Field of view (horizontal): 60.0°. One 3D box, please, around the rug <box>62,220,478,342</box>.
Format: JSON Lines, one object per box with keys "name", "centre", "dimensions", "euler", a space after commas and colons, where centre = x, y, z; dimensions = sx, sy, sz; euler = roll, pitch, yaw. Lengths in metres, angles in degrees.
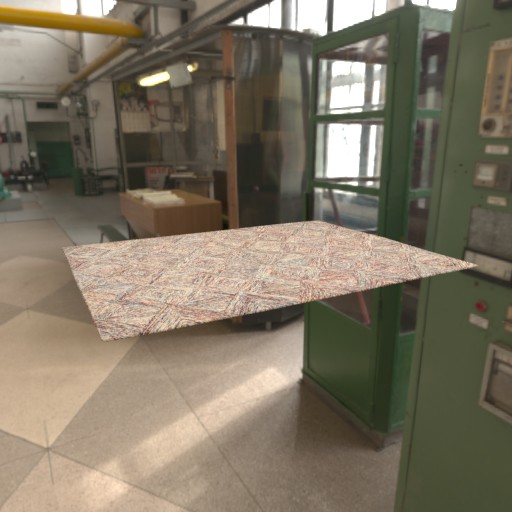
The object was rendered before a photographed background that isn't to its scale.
{"name": "rug", "centre": [0.000, 0.000, 4.233], "dimensions": [3.226, 0.024, 2.436], "euler": [-8, 17, -27]}
